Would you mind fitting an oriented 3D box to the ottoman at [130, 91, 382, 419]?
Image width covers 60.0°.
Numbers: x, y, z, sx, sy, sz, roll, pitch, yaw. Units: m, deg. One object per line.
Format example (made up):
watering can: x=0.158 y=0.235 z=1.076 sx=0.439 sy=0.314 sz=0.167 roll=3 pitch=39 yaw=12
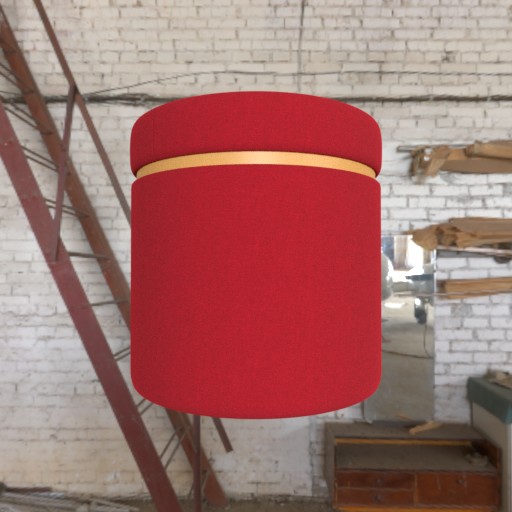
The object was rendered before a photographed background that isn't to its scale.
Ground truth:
ottoman: x=0.000 y=0.000 z=0.728 sx=0.400 sy=0.406 sz=0.400 roll=0 pitch=-1 yaw=0
